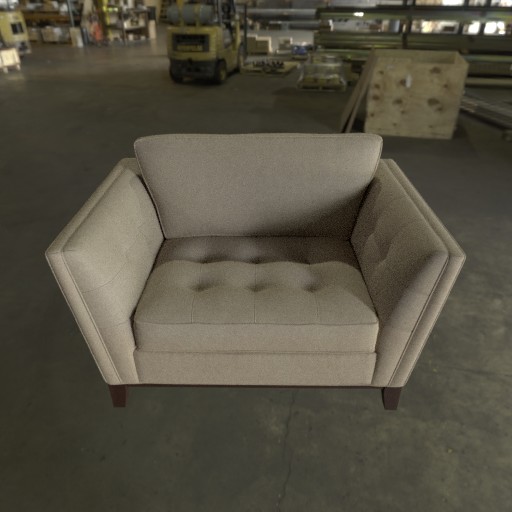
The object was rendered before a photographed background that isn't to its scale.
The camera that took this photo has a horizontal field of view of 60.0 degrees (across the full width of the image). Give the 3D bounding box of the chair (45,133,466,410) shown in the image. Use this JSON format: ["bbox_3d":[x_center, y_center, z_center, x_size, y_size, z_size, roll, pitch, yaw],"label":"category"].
[{"bbox_3d":[0.000,0.000,2.016,1.397,0.940,0.965,0,32,1],"label":"chair"}]
